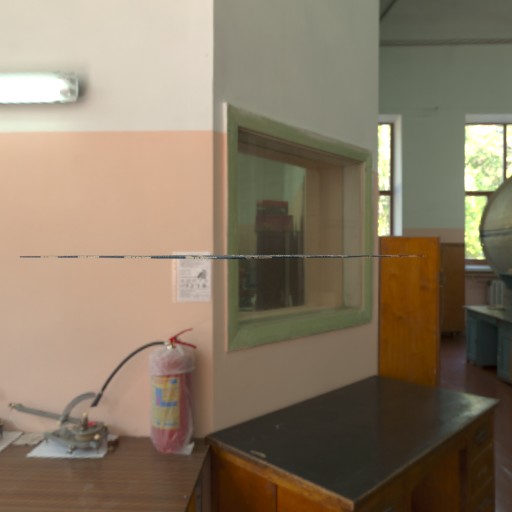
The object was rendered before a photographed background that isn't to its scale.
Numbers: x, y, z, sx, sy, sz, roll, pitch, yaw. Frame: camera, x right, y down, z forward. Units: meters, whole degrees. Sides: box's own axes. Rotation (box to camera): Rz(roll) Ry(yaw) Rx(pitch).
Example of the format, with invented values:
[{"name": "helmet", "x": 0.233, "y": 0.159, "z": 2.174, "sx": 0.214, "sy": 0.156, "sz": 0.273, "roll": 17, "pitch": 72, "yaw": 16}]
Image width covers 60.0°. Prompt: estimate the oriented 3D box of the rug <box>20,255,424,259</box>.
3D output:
[{"name": "rug", "x": 0.000, "y": 0.000, "z": 2.189, "sx": 1.153, "sy": 0.010, "sz": 1.755, "roll": 0, "pitch": 0, "yaw": 37}]
